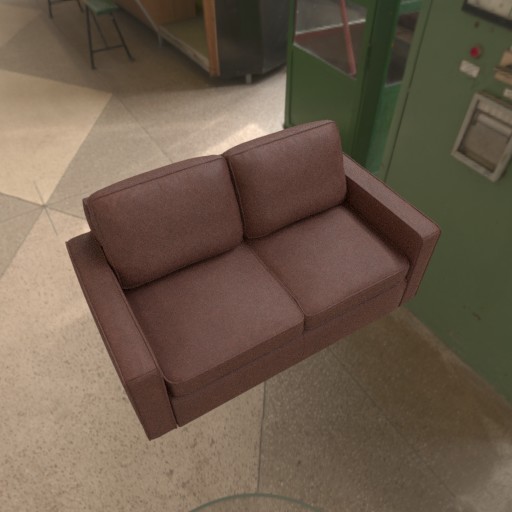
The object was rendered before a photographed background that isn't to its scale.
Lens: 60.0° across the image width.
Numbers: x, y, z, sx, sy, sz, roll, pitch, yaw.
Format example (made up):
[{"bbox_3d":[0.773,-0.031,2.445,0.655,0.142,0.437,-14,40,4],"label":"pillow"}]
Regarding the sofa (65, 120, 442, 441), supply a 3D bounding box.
[{"bbox_3d":[0.000,0.000,2.335,1.709,0.918,0.947,-23,50,-21],"label":"sofa"}]
